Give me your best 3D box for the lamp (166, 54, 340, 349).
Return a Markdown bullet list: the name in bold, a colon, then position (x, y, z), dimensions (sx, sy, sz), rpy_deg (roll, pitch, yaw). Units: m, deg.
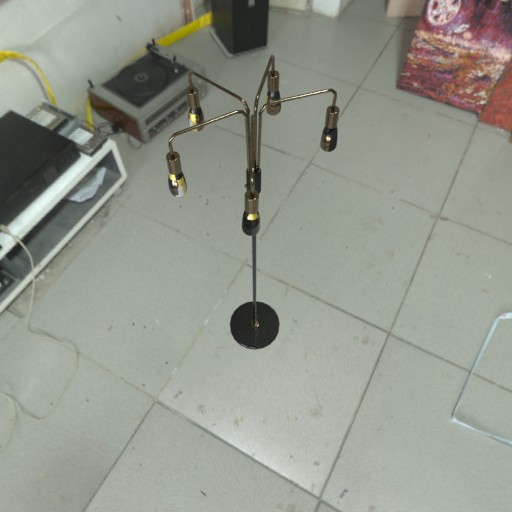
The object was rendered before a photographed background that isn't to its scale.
- **lamp**: position (0.000, 0.000, 2.053), dimensions (0.572, 1.721, 0.599), rpy_deg (-1, 59, 0)
